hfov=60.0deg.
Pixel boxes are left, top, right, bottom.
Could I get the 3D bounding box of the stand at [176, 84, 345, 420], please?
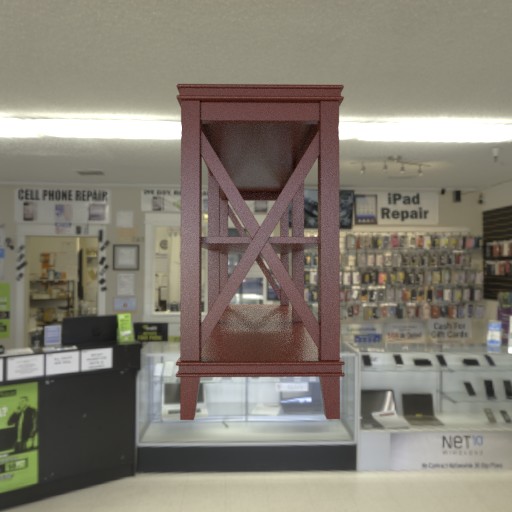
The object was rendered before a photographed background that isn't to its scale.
[{"bbox_3d":[0.000,0.000,1.686,0.381,0.762,1.372,0,-1,-1],"label":"stand"}]
